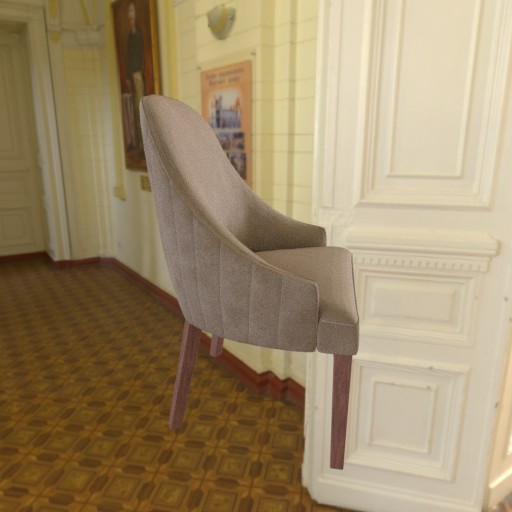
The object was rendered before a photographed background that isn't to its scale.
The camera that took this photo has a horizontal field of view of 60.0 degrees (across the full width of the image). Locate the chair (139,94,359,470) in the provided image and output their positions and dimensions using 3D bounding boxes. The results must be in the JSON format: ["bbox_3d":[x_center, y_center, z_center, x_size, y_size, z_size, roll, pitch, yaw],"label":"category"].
[{"bbox_3d":[0.000,0.000,1.290,0.575,0.889,0.643,3,15,10],"label":"chair"}]
